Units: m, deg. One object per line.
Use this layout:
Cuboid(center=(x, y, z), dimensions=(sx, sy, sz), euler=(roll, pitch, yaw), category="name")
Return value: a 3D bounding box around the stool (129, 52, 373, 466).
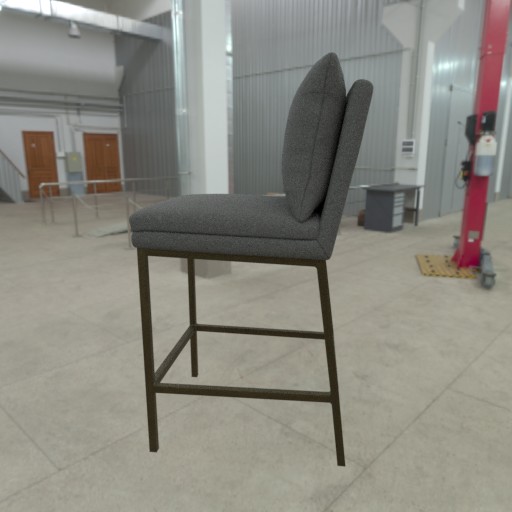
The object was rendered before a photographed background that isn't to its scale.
Cuboid(center=(0.000, 0.000, 1.290), dimensions=(0.569, 1.030, 0.463), euler=(2, 13, 8), category="stool")
